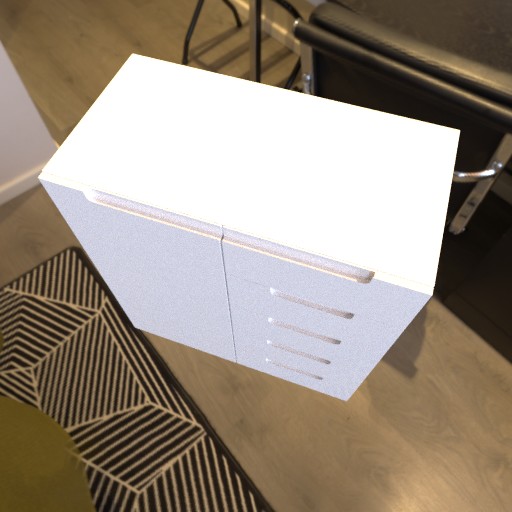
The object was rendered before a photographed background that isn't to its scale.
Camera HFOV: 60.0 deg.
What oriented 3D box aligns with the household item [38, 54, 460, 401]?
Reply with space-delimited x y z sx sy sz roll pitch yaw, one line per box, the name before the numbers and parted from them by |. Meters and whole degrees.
household item | 0.000 0.000 1.314 0.800 0.870 0.420 17 61 10
